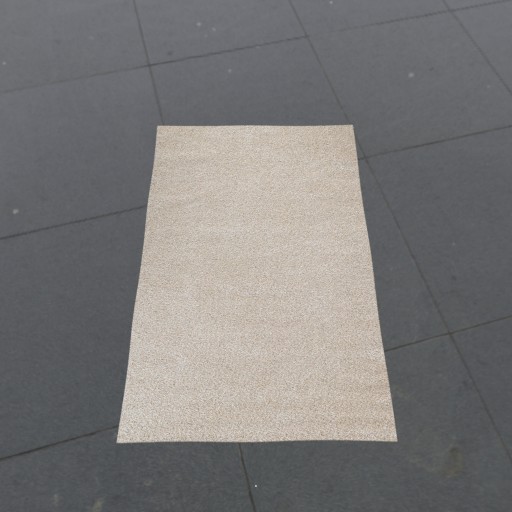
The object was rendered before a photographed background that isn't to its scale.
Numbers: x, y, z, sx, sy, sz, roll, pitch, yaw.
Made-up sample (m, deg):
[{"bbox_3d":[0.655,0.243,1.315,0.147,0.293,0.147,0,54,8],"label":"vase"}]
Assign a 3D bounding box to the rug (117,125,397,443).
[{"bbox_3d":[0.000,0.000,3.468,1.800,0.025,2.699,0,63,0],"label":"rug"}]
